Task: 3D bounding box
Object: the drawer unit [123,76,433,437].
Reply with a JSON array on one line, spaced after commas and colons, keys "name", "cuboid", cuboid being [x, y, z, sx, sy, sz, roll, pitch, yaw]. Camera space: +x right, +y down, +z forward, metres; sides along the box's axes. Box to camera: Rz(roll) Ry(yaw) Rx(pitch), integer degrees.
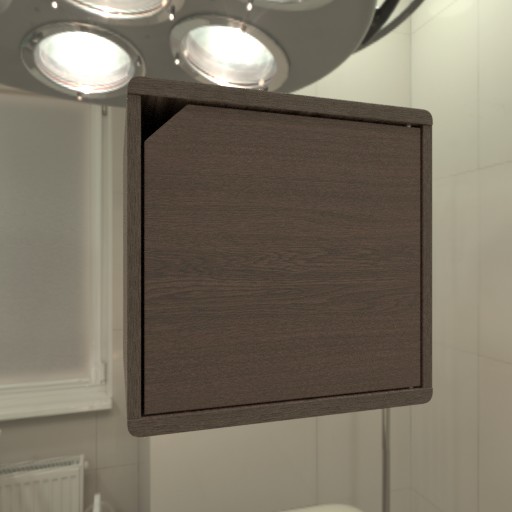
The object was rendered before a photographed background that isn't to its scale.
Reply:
[{"name": "drawer unit", "cuboid": [0.000, 0.000, 0.606, 0.344, 0.344, 0.290, 0, 0, -17]}]
